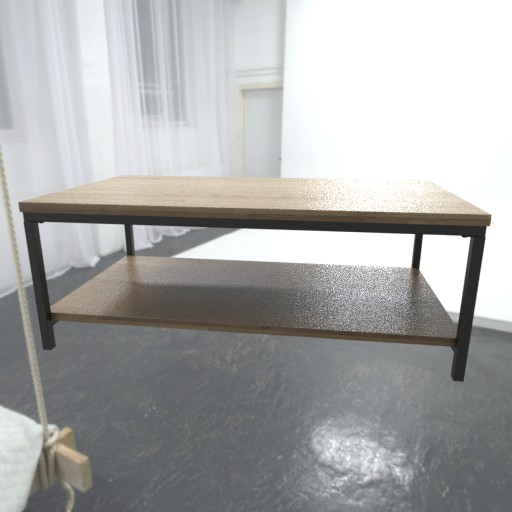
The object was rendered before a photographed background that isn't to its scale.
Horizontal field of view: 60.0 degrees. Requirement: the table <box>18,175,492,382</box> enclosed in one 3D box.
[{"bbox_3d":[0.000,0.000,1.311,1.062,0.393,0.574,2,17,8],"label":"table"}]
